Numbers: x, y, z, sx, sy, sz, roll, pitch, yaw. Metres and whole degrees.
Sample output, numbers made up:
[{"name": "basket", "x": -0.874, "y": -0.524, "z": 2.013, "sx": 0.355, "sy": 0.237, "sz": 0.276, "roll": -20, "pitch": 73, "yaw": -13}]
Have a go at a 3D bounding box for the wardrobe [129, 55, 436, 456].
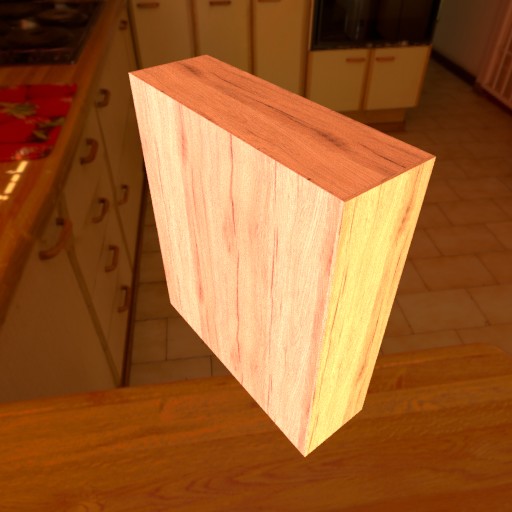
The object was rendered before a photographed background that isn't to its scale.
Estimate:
[{"name": "wardrobe", "x": 0.000, "y": 0.000, "z": 3.005, "sx": 0.580, "sy": 2.070, "sz": 1.810, "roll": -27, "pitch": 48, "yaw": -28}]
